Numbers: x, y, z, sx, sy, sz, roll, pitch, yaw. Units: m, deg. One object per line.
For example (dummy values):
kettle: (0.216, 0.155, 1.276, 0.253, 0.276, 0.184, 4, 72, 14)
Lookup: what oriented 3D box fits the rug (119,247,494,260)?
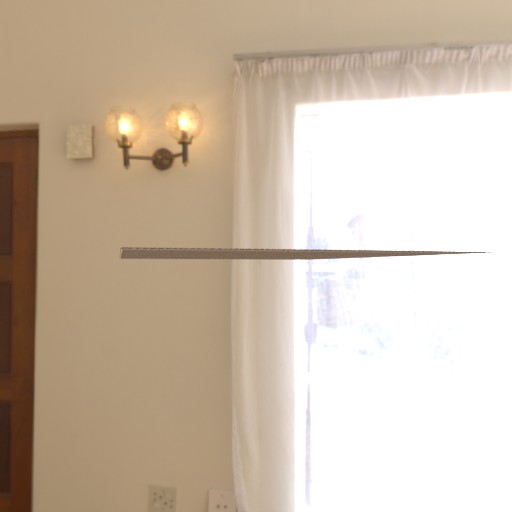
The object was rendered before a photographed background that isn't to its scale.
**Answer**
rug: (0.000, 0.000, 3.834, 2.256, 0.013, 2.910, 0, -1, -17)
